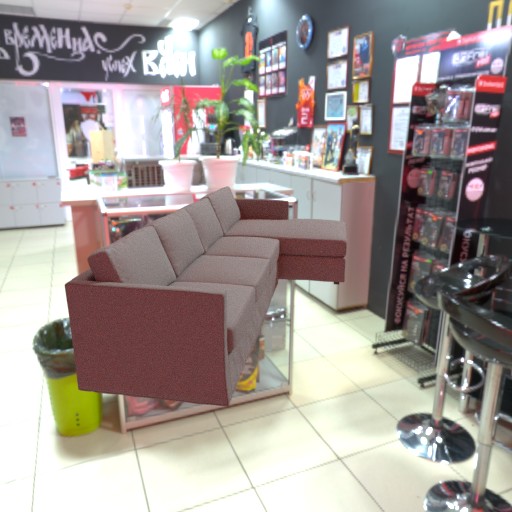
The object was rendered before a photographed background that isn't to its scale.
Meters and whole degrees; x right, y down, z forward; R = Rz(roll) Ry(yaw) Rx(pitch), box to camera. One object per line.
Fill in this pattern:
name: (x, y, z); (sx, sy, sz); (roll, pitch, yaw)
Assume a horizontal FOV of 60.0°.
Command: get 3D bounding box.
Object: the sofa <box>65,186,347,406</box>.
sofa: (0.000, 0.000, 3.902); (1.622, 0.867, 3.177); (3, 16, 10)
